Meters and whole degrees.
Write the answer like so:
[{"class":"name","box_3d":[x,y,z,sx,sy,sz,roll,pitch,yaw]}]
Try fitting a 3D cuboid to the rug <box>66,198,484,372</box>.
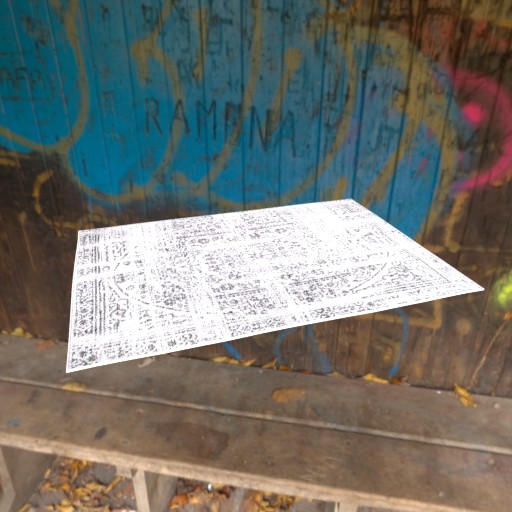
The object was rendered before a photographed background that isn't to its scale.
[{"class":"rug","box_3d":[0.000,0.000,3.132,2.438,0.026,1.706,-8,29,-16]}]
